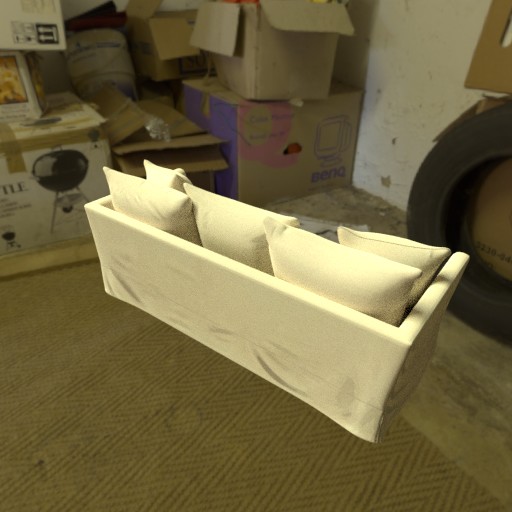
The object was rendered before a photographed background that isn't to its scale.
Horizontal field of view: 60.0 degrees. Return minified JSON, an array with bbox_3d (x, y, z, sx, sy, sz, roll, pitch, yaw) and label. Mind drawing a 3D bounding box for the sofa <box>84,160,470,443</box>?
[{"bbox_3d":[0.000,0.000,3.076,2.484,1.042,1.030,21,37,31],"label":"sofa"}]
